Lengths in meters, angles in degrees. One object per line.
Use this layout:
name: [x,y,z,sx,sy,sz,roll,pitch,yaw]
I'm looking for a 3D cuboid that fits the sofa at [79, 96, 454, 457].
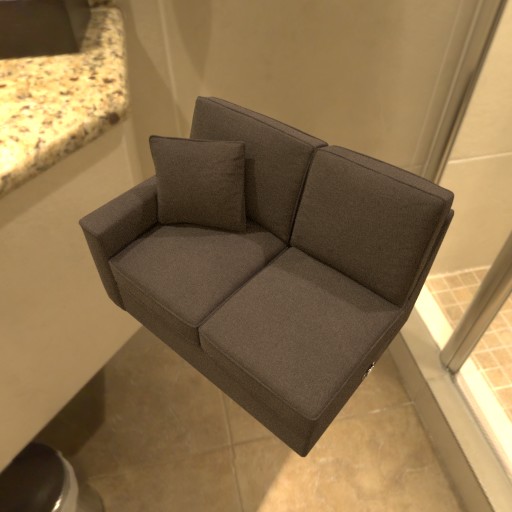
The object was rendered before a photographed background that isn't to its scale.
sofa: [0.000,0.000,2.115,1.388,0.989,0.991,32,54,26]
